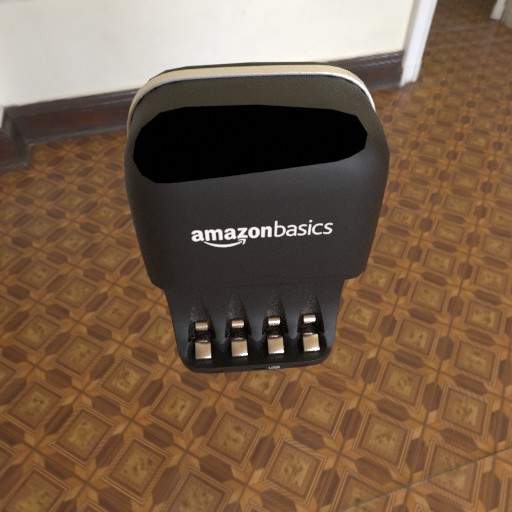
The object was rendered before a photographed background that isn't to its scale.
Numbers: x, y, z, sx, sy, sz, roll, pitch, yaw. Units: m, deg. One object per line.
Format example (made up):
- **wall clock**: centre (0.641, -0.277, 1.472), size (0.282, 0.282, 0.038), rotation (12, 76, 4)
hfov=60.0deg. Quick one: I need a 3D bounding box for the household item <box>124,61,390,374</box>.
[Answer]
- **household item**: centre (0.000, 0.000, 0.145), size (0.070, 0.114, 0.038), rotation (-3, 47, -3)
